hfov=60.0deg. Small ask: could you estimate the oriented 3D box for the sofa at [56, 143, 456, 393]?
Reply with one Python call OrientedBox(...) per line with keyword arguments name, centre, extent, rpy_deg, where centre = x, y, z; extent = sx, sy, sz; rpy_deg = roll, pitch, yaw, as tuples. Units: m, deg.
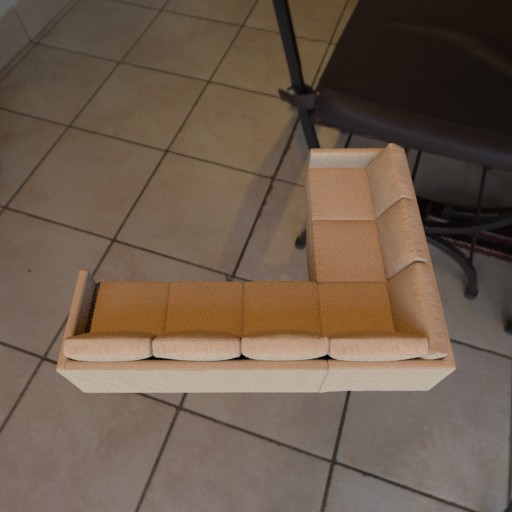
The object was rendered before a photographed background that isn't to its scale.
OrientedBox(name="sofa", centre=(0.000, 0.000, 4.330), extent=(3.182, 0.871, 2.432), rpy_deg=(0, 58, 0))
